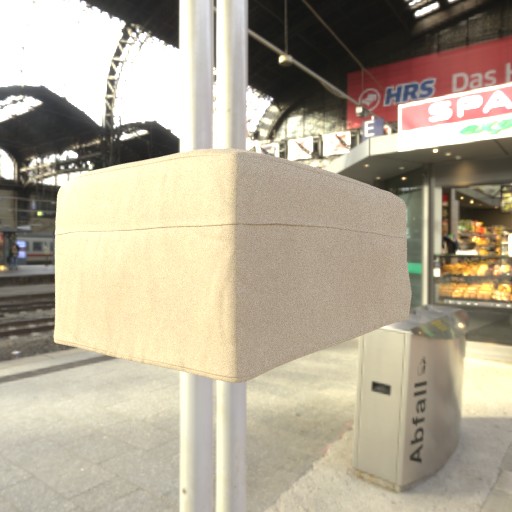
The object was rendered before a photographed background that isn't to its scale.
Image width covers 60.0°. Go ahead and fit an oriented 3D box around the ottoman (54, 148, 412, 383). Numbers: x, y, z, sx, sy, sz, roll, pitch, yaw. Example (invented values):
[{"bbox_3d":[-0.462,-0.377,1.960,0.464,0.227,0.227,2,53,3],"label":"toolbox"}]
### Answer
[{"bbox_3d":[0.000,0.000,1.206,0.590,0.444,0.872,0,1,37],"label":"ottoman"}]
